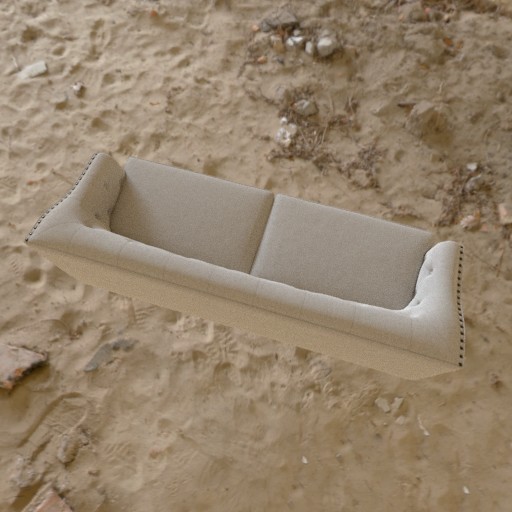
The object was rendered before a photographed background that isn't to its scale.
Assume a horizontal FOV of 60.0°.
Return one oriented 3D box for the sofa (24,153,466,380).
[{"bbox_3d":[0.000,0.000,2.679,2.235,0.901,0.914,15,65,7],"label":"sofa"}]
